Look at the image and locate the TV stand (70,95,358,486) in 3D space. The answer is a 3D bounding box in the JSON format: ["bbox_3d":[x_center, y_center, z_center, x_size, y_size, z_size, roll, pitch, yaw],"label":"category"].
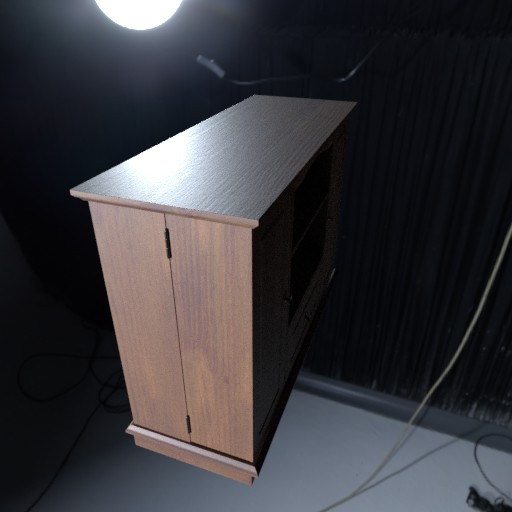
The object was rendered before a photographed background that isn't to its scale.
[{"bbox_3d":[0.000,0.000,1.471,0.406,0.813,1.067,11,32,17],"label":"TV stand"}]
